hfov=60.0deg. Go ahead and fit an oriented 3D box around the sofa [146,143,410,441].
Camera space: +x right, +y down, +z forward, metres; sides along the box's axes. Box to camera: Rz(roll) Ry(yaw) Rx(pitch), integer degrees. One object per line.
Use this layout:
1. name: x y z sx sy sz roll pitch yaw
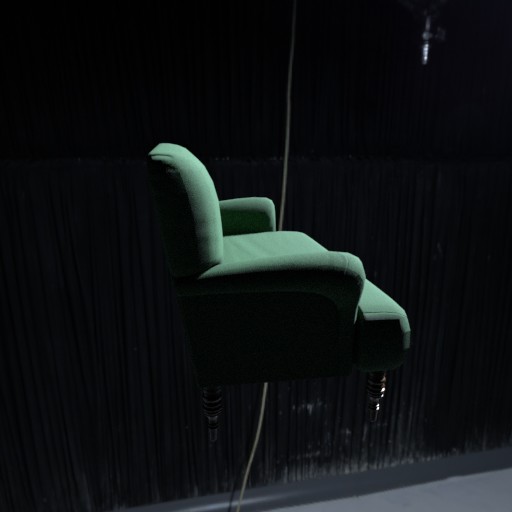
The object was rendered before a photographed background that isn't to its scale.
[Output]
1. sofa: 0.000 0.000 1.837 0.779 0.889 1.297 -3 16 -10
